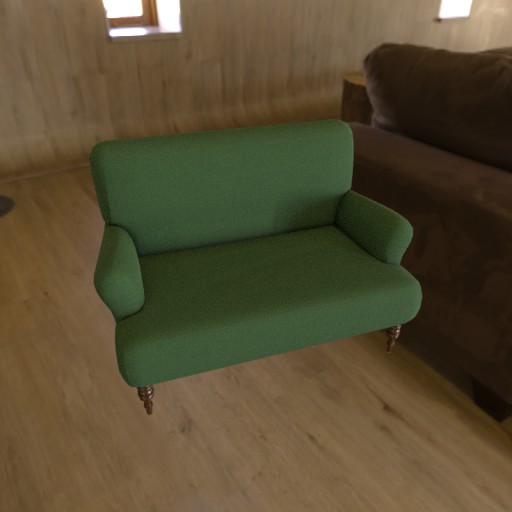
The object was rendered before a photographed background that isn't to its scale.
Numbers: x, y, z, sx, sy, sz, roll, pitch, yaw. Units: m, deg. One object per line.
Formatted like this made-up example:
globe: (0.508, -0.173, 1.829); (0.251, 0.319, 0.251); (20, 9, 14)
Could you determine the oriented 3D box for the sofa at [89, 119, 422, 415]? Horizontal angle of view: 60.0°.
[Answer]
sofa: (0.000, 0.000, 1.895); (1.297, 0.889, 0.779); (-10, 33, -16)
